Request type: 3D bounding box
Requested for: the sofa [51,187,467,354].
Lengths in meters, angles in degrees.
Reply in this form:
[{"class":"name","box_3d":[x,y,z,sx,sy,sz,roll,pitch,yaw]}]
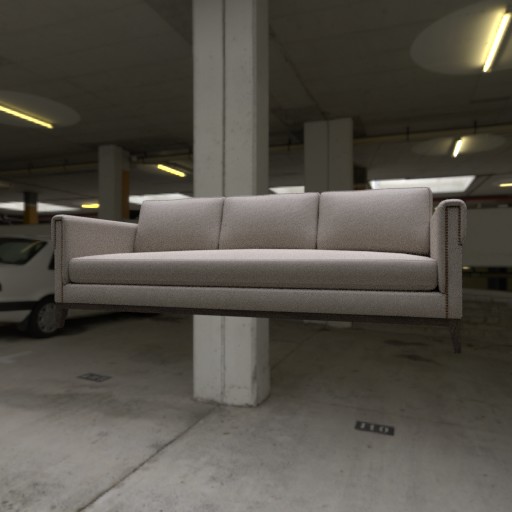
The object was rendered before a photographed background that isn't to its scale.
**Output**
[{"class":"sofa","box_3d":[0.000,0.000,2.674,2.210,0.838,0.959,0,0,19]}]
